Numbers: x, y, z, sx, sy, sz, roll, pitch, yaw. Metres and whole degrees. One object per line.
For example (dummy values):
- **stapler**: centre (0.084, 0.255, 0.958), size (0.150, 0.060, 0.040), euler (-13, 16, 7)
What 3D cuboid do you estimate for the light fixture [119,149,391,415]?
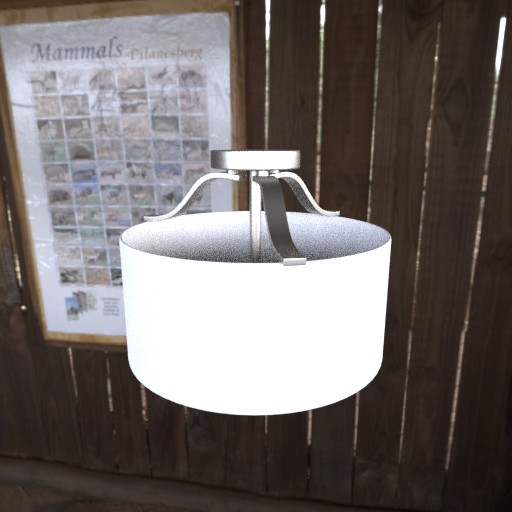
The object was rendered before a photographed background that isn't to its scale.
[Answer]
- **light fixture**: centre (0.000, 0.000, 0.653), size (0.395, 0.304, 0.395), euler (0, 14, 0)
